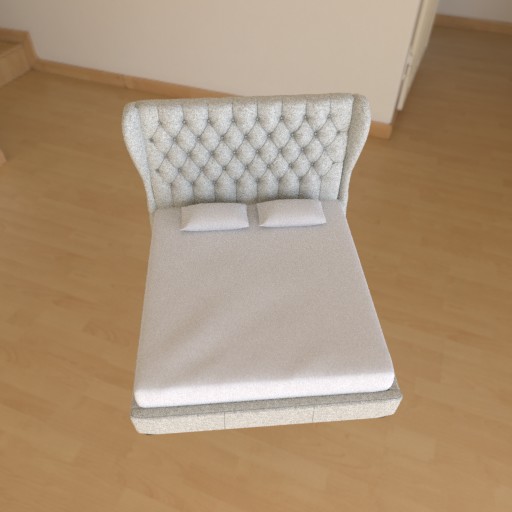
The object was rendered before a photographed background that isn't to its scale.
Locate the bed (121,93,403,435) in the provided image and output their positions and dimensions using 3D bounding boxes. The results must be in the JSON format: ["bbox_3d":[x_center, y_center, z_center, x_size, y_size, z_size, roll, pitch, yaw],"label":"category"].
[{"bbox_3d":[0.000,0.000,3.844,2.219,1.771,2.347,-3,47,-3],"label":"bed"}]
